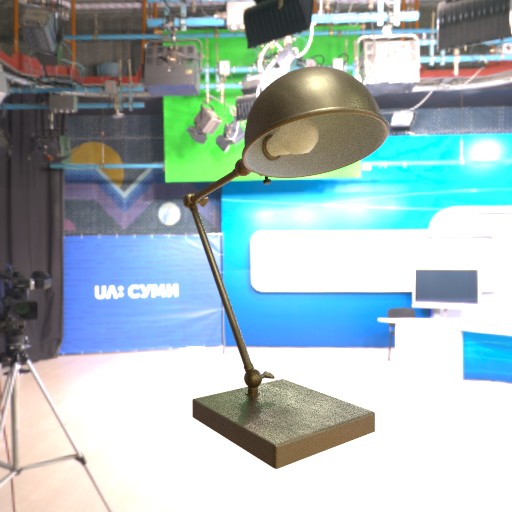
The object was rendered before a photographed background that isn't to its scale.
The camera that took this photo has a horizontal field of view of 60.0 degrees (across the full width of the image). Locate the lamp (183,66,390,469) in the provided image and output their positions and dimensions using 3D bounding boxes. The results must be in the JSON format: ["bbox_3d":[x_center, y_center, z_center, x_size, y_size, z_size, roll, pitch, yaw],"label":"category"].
[{"bbox_3d":[0.000,0.000,0.526,0.149,0.371,0.339,-1,1,-37],"label":"lamp"}]
